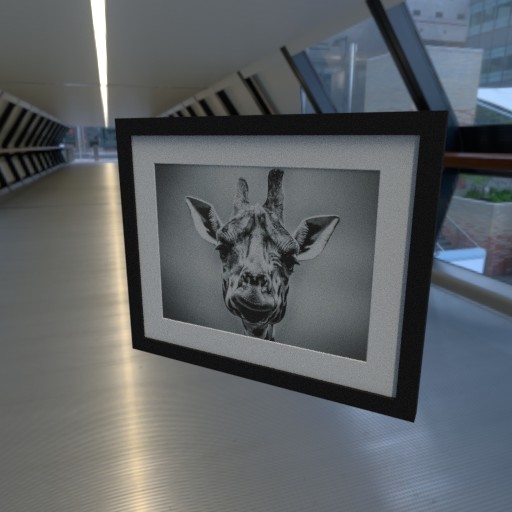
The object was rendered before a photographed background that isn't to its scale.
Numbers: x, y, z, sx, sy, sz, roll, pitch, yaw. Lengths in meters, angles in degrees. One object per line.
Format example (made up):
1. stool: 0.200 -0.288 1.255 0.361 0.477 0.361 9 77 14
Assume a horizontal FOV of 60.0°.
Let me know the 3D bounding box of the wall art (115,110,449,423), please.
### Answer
1. wall art: 0.000 0.000 0.755 0.558 0.457 0.031 7 17 25
